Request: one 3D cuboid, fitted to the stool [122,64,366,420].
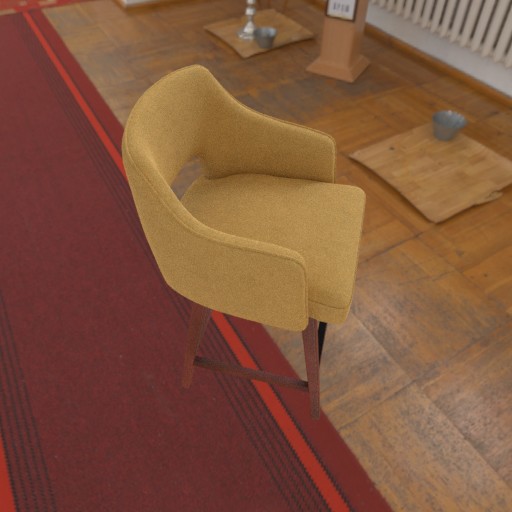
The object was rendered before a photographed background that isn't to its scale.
[{"bbox_3d":[0.000,0.000,1.289,0.558,0.924,0.548,11,47,10],"label":"stool"}]
